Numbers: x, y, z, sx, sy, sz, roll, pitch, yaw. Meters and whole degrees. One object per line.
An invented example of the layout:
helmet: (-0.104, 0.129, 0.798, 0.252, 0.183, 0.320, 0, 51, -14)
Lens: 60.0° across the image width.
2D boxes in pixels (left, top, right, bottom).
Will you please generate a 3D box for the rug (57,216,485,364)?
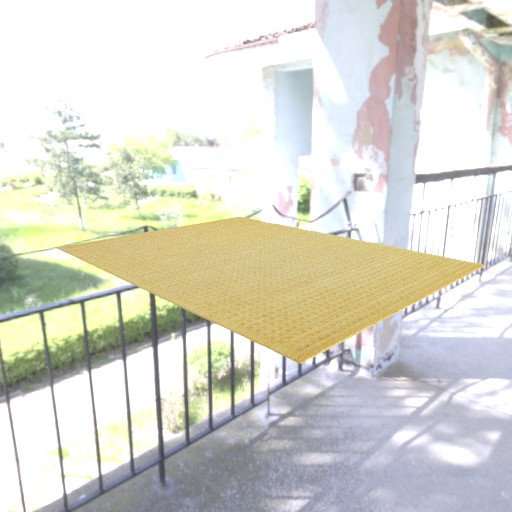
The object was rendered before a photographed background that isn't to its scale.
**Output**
rug: (0.000, 0.000, 4.198, 2.486, 0.015, 3.242, -14, 21, -42)
